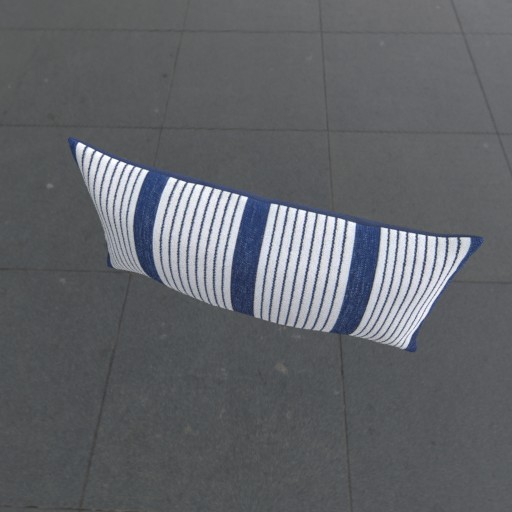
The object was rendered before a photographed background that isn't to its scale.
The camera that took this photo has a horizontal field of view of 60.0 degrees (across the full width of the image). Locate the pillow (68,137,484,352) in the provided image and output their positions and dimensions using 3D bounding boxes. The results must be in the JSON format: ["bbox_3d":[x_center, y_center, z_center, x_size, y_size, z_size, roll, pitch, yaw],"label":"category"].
[{"bbox_3d":[0.000,0.000,0.725,0.608,0.292,0.156,15,60,9],"label":"pillow"}]
